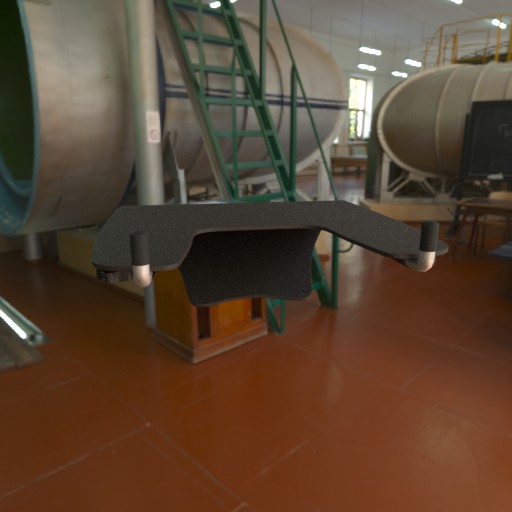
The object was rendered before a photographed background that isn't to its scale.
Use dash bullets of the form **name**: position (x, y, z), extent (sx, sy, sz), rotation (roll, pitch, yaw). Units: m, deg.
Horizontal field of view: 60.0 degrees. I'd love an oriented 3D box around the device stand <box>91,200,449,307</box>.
- **device stand**: position (0.000, 0.000, 0.348), extent (0.230, 0.092, 0.230), rotation (-3, 15, -10)
